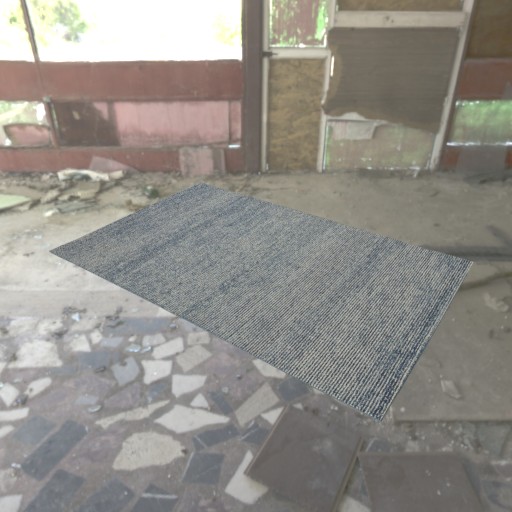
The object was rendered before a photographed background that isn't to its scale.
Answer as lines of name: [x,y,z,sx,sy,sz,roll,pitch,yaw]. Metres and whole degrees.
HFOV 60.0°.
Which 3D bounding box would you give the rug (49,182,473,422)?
rug: [0.000,0.000,2.189,1.777,0.021,1.145,21,37,30]
